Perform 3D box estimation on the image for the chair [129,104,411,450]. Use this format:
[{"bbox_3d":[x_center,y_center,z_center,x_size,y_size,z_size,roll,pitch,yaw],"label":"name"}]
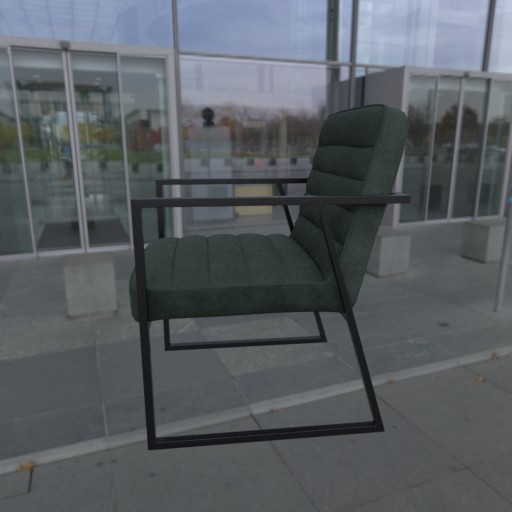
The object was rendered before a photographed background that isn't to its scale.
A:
[{"bbox_3d":[0.000,0.000,1.305,0.677,0.833,0.571,-2,14,-7],"label":"chair"}]
